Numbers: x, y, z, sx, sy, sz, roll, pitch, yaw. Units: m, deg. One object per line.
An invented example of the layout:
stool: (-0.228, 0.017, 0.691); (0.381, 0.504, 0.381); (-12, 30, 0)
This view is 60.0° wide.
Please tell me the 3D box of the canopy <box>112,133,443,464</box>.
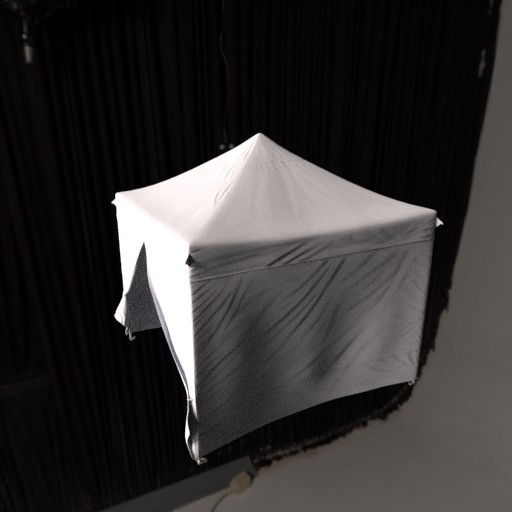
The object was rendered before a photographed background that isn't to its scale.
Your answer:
canopy: (0.000, 0.000, 5.615); (3.121, 2.997, 3.043); (-9, 20, -27)
